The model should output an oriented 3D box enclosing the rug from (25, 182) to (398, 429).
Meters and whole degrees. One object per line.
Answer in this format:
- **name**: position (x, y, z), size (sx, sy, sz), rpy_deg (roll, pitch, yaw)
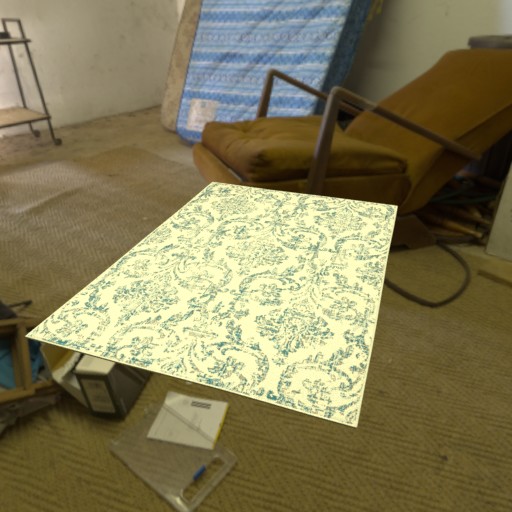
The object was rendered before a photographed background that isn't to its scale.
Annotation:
- **rug**: position (0.000, 0.000, 2.799), size (1.586, 0.014, 2.197), rpy_deg (10, 32, 17)
